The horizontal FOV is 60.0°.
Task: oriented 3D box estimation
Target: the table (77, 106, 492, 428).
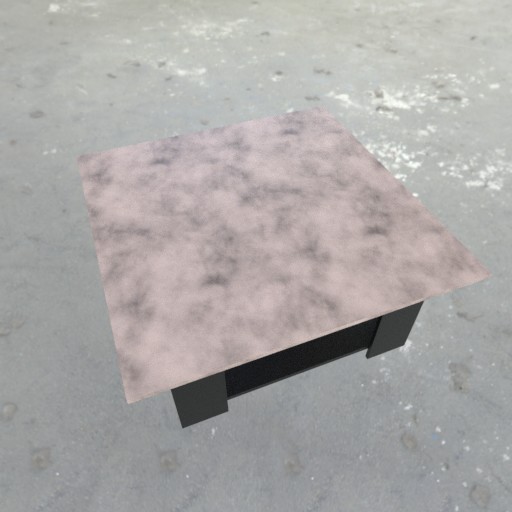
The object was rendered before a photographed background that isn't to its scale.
[{"bbox_3d":[0.000,0.000,1.054,0.670,0.305,0.670,-16,49,-15],"label":"table"}]
